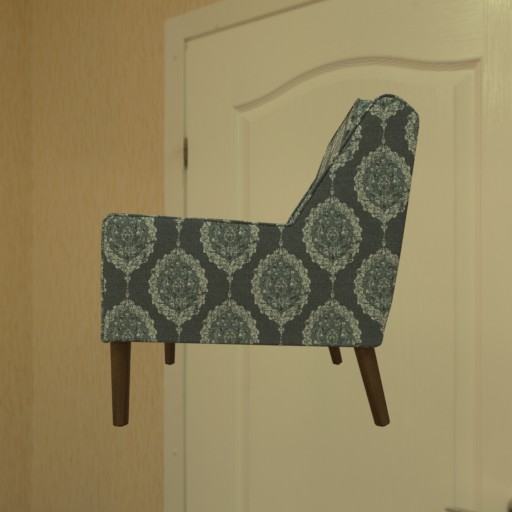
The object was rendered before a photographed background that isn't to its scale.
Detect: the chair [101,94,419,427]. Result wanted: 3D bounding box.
[{"bbox_3d":[0.000,0.000,1.324,0.743,0.792,0.663,0,0,0],"label":"chair"}]
